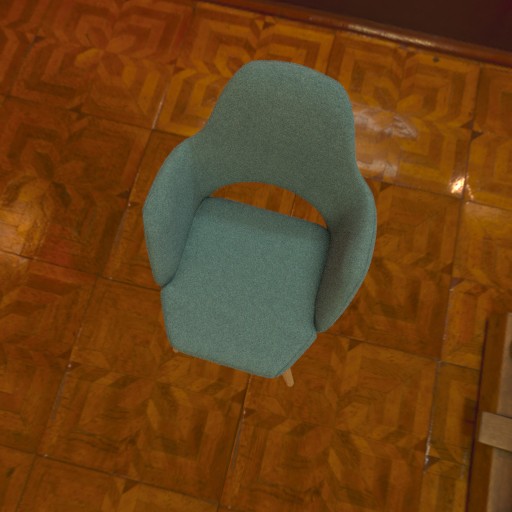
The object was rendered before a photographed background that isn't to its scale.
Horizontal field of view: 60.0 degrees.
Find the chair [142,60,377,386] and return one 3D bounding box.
[{"bbox_3d":[0.000,0.000,1.326,0.589,0.920,0.666,16,75,4],"label":"chair"}]
